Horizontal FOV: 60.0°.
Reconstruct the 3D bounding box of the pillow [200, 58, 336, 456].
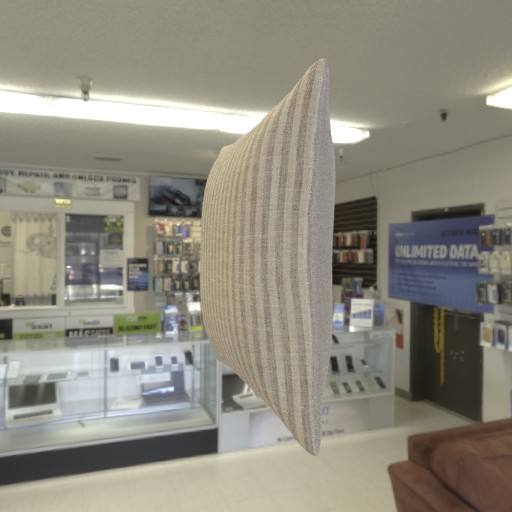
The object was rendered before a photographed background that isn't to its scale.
[{"bbox_3d":[0.000,0.000,0.812,0.166,0.510,0.523,0,1,-18],"label":"pillow"}]
